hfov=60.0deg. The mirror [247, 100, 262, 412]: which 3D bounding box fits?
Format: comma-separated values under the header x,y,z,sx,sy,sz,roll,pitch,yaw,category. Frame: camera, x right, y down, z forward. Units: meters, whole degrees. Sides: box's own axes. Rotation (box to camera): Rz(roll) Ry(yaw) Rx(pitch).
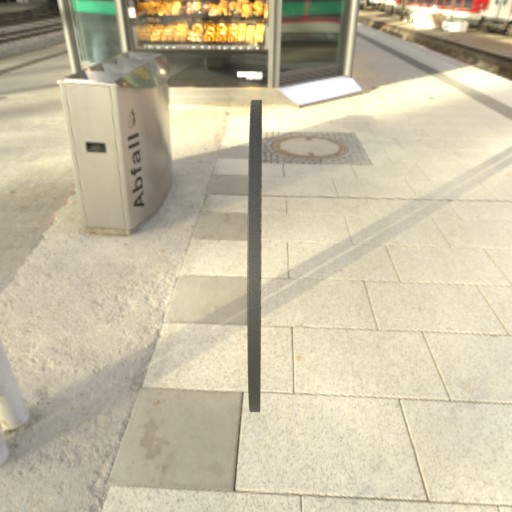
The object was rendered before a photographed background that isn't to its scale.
x,y,z,sx,sy,sz,roll,pitch,yaw,category
0.000,0.000,1.621,0.036,1.077,1.077,0,31,1,mirror
